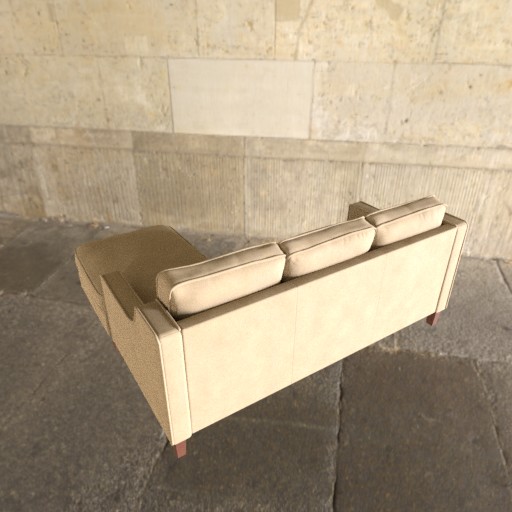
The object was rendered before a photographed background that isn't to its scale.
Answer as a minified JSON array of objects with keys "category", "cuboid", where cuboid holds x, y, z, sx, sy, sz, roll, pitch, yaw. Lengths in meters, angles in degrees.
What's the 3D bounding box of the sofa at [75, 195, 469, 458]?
[{"category":"sofa","cuboid":[0.000,0.000,3.361,2.317,1.066,1.858,-18,34,-28]}]
